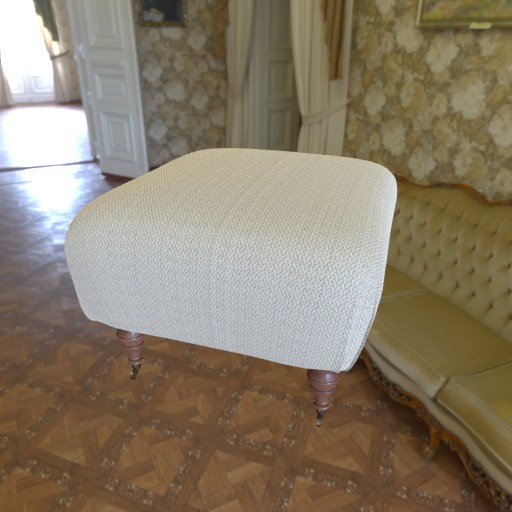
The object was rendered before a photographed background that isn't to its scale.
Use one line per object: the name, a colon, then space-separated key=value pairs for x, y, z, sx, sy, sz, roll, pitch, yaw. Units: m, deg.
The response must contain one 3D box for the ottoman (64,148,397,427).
ottoman: x=0.000 y=0.000 z=1.101 sx=0.622 sy=0.447 sz=0.684 roll=8 pitch=27 yaw=17
